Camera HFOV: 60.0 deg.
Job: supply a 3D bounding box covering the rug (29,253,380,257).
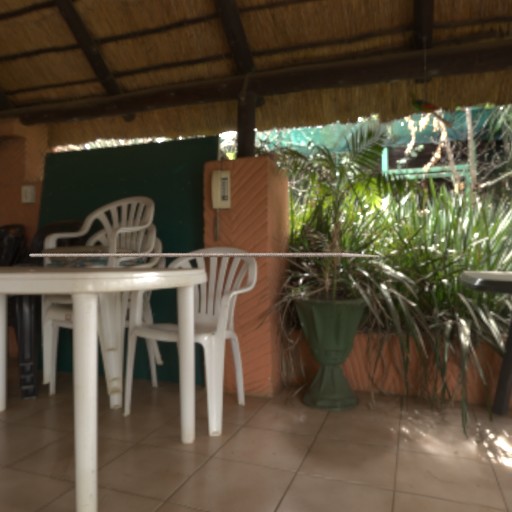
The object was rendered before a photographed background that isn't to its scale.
[{"bbox_3d":[0.000,0.000,3.079,1.524,0.015,2.438,0,0,19],"label":"rug"}]
